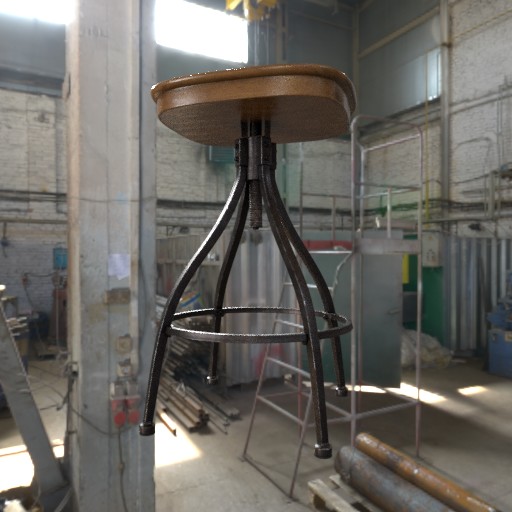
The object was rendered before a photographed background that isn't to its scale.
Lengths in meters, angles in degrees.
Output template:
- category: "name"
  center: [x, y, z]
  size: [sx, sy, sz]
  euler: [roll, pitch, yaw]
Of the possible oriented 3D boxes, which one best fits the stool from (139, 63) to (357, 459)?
- category: "stool"
  center: [0.000, 0.000, 0.986]
  size: [0.432, 0.694, 0.424]
  euler: [0, 0, 16]
